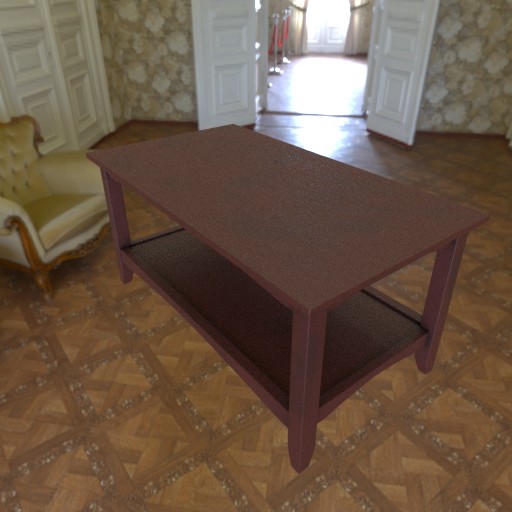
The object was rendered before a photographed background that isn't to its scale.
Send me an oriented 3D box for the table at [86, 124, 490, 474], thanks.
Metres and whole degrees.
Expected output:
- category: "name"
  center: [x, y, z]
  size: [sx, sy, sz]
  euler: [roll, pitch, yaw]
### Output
- category: "table"
  center: [0.000, 0.000, 1.237]
  size: [0.533, 0.456, 0.943]
  euler: [-22, 37, -32]
